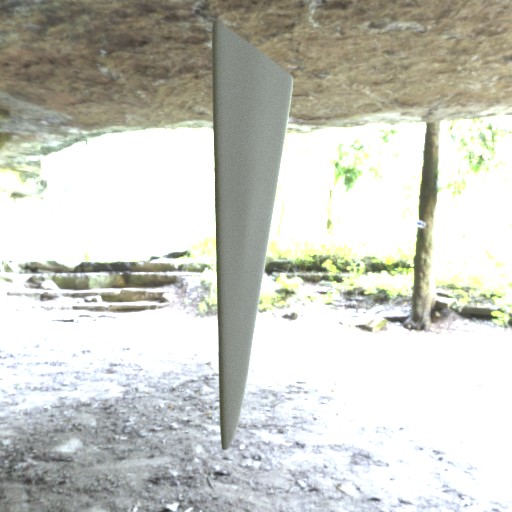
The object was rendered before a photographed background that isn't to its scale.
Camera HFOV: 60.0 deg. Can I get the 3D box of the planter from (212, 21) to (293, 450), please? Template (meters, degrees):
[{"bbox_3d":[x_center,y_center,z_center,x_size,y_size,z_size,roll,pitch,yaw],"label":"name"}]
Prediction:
[{"bbox_3d":[0.000,0.000,0.387,0.065,0.338,0.143,0,0,1],"label":"planter"}]
